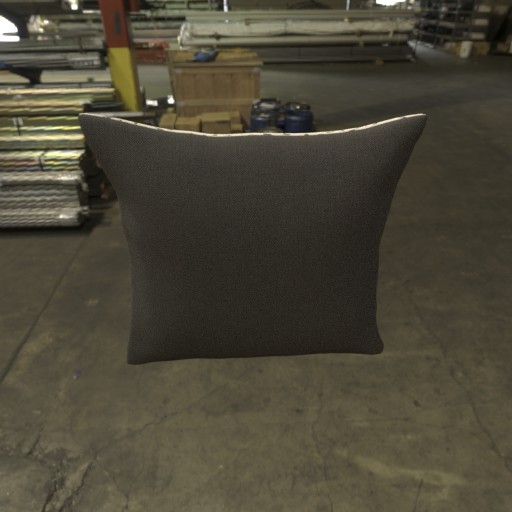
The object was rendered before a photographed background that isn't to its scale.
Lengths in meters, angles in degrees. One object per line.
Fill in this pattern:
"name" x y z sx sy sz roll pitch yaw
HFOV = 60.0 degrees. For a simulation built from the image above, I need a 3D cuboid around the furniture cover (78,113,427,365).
"furniture cover" 0.000 0.000 0.783 0.525 0.498 0.180 -1 31 -2
